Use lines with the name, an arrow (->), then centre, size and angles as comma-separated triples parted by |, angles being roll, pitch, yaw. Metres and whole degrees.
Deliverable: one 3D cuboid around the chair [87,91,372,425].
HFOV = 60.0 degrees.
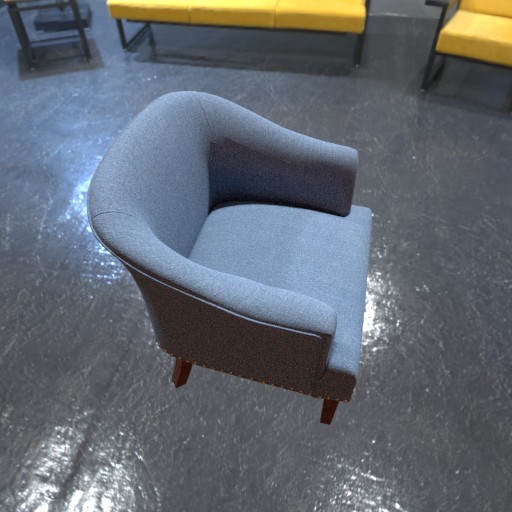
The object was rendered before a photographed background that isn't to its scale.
chair -> 0.000, 0.000, 1.393 | 0.704, 0.815, 0.772 | 10, 47, 9
